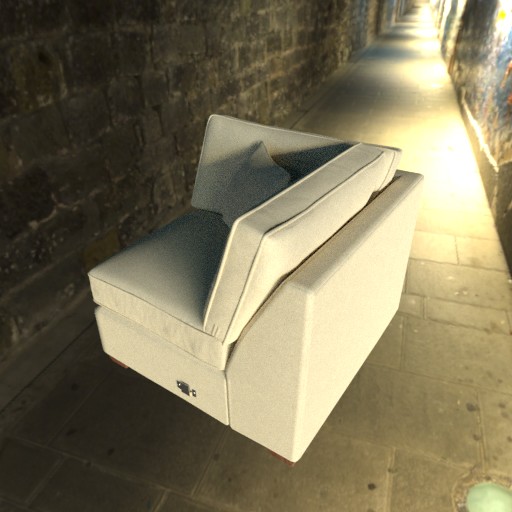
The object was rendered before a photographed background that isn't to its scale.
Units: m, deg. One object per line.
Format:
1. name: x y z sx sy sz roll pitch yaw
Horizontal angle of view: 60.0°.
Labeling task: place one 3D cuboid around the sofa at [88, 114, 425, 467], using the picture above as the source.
1. sofa: 0.000 0.000 1.998 1.084 1.002 1.146 19 36 28
